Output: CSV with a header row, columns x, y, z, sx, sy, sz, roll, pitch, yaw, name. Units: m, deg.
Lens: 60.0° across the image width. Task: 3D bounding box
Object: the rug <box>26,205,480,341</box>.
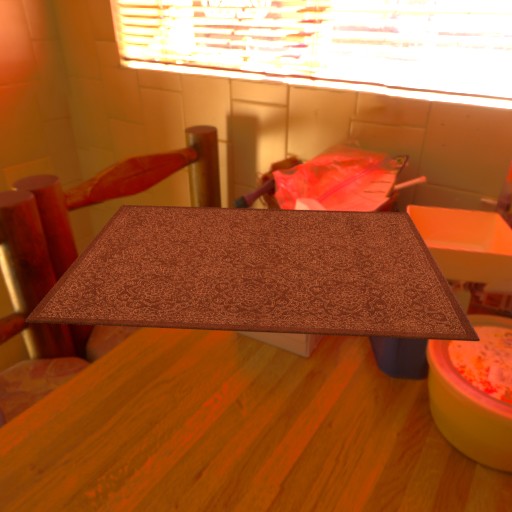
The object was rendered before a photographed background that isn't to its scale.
x,y,z,sx,sy,sz,roll,pitch,yaw,name
0.000,0.000,2.301,1.829,0.010,1.219,2,30,3,rug
